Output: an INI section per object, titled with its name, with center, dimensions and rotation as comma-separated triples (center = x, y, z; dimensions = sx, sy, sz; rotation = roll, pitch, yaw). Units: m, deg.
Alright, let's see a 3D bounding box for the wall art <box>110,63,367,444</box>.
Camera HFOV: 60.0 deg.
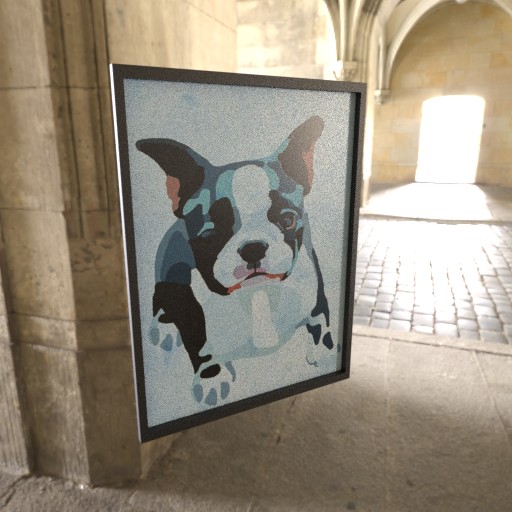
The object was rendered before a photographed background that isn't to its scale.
[wall art]
center = 0.000, 0.000, 1.348
dimensions = 0.774, 1.027, 0.030
rotation = -8, 17, -27
